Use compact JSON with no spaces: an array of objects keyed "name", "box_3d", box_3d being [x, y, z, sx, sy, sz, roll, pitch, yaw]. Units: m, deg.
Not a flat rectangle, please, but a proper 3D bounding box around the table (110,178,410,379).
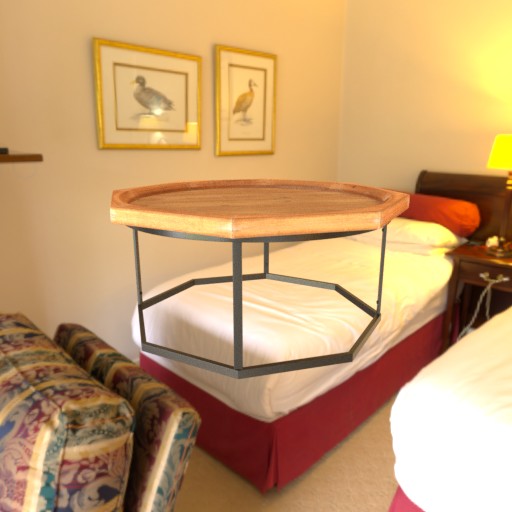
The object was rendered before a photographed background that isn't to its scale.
[{"name":"table","box_3d":[0.000,0.000,1.545,1.002,0.444,1.002,0,15,0]}]
